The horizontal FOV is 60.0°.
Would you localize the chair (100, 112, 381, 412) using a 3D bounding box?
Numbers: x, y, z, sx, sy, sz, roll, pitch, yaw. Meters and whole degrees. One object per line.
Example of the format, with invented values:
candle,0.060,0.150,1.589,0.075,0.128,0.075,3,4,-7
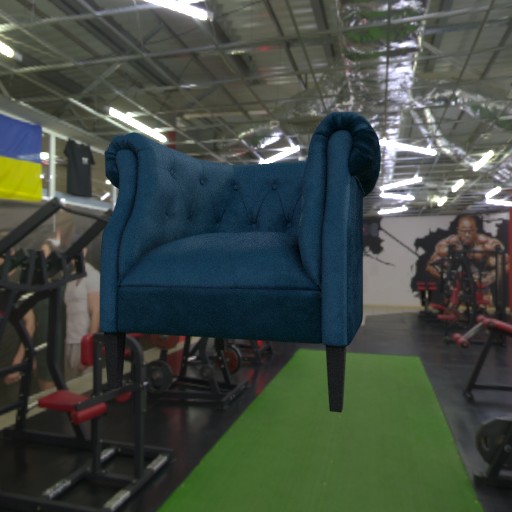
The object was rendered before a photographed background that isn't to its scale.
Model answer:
chair,0.000,0.000,1.642,0.904,0.826,0.851,0,0,18
